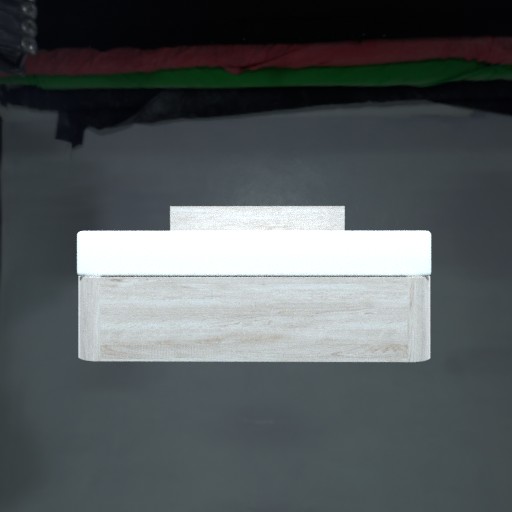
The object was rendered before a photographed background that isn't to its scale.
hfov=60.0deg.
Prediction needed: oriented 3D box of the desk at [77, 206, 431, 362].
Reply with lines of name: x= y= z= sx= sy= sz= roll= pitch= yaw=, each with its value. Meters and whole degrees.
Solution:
desk: x=0.000 y=0.000 z=2.624 sx=1.400 sy=0.800 sz=1.900 roll=0 pitch=0 yaw=1
